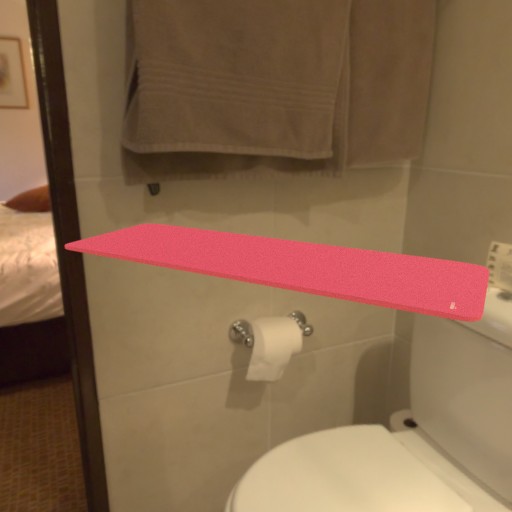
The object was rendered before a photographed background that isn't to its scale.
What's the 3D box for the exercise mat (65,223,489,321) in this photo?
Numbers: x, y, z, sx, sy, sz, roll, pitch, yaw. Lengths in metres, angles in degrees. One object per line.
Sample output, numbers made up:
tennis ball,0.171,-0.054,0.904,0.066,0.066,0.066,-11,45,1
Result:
exercise mat,0.000,0.000,2.018,1.884,0.021,0.616,8,18,27
